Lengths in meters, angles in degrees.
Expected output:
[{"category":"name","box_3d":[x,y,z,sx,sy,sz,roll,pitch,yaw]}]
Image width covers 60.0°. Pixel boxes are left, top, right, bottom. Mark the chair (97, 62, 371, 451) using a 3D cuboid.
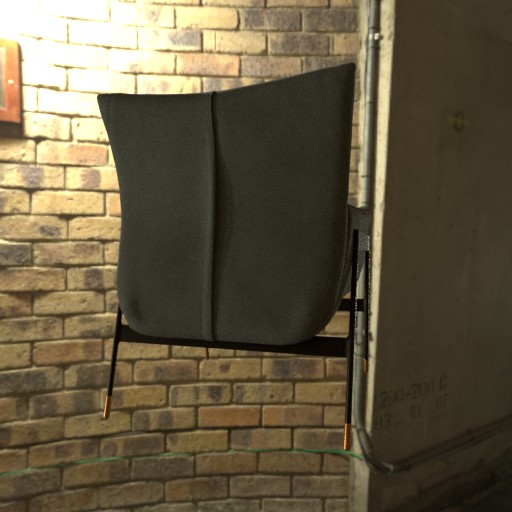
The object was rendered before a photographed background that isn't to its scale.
[{"category":"chair","box_3d":[0.000,0.000,1.384,0.678,0.858,0.709,0,1,18]}]
